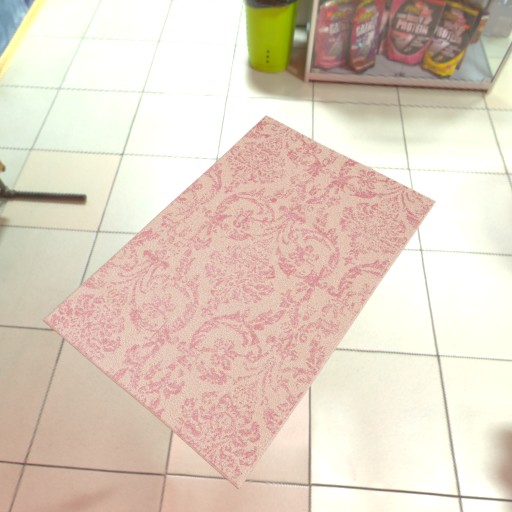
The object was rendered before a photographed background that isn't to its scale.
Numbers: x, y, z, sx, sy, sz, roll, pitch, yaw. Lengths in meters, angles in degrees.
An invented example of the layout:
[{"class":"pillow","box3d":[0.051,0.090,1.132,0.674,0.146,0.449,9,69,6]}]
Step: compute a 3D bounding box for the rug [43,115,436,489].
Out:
[{"class":"rug","box3d":[0.000,0.000,2.352,1.219,0.012,1.839,33,64,19]}]
